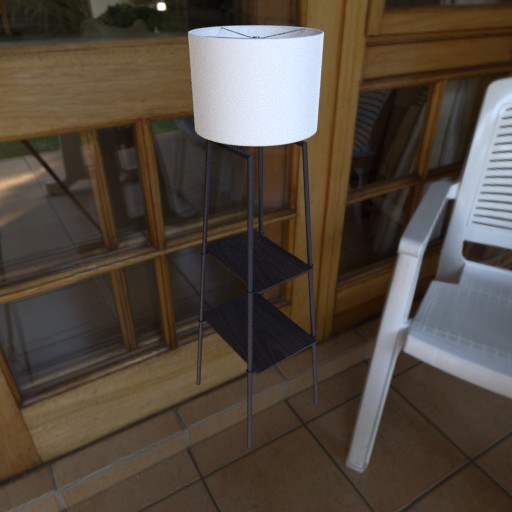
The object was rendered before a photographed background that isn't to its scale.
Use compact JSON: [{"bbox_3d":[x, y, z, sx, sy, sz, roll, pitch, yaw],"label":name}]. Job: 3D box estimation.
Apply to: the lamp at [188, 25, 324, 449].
[{"bbox_3d":[0.000,0.000,1.624,0.384,1.474,0.427,-21,38,-30],"label":"lamp"}]
